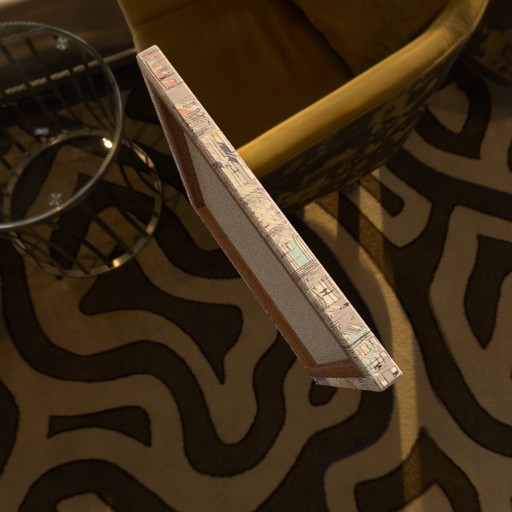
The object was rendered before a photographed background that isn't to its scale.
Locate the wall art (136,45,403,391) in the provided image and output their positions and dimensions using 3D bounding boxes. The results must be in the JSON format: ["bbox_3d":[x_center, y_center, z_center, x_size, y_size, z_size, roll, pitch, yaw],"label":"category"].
[{"bbox_3d":[0.000,0.000,0.915,0.038,0.608,0.607,-34,77,-9],"label":"wall art"}]
